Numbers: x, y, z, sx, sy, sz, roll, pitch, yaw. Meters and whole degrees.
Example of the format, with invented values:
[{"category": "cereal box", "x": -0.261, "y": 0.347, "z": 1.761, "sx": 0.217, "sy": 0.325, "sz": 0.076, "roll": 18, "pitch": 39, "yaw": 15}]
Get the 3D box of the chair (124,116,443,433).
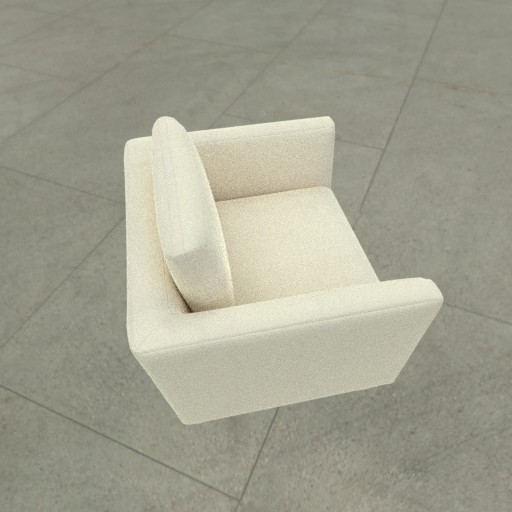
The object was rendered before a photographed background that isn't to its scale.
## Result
[{"category": "chair", "x": 0.000, "y": 0.000, "z": 1.707, "sx": 0.889, "sy": 0.865, "sz": 1.041, "roll": -9, "pitch": 48, "yaw": -8}]
